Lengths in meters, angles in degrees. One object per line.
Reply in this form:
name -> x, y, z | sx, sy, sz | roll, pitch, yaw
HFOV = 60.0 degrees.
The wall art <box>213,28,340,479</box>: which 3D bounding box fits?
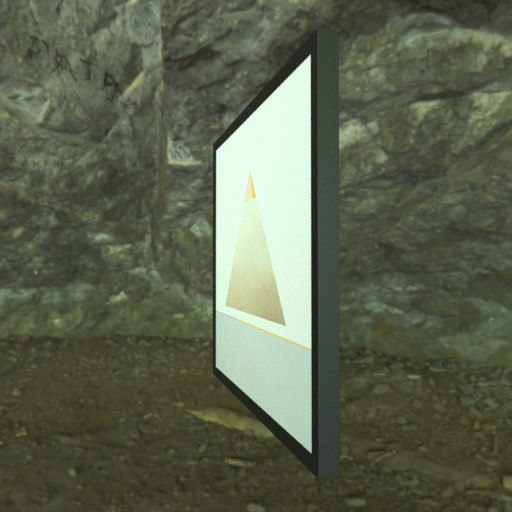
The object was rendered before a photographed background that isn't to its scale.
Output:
wall art -> 0.000, 0.000, 0.748 | 0.028, 0.511, 0.513 | 0, -1, -19
